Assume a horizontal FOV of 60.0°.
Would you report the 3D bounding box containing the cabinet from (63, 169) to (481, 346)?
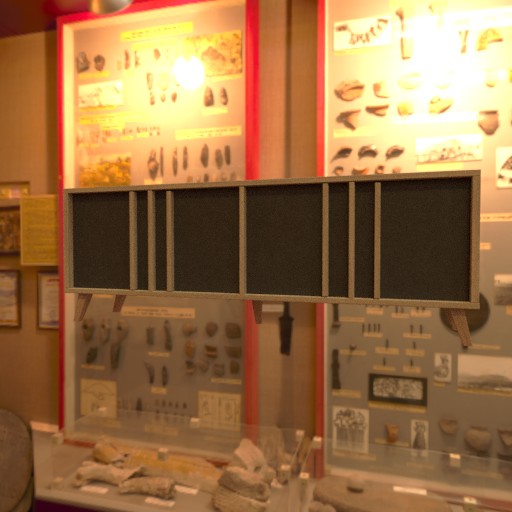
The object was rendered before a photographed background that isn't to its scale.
[{"bbox_3d":[0.000,0.000,2.492,2.198,0.779,0.499,0,2,18],"label":"cabinet"}]
